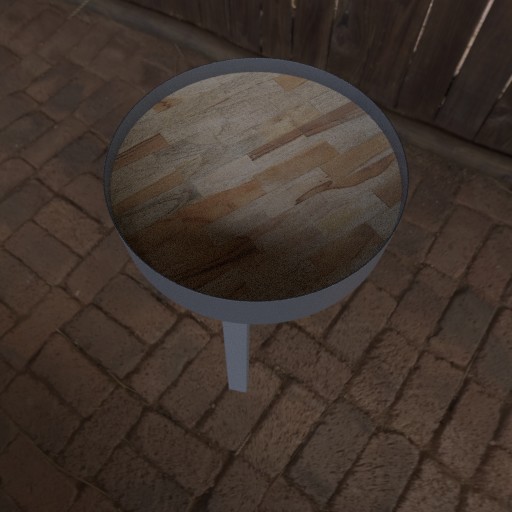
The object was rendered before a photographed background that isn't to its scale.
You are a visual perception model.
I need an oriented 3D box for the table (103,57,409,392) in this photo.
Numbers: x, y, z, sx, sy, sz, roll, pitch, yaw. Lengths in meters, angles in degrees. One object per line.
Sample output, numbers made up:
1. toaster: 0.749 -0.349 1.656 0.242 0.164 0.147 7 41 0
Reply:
1. table: 0.000 0.000 0.844 0.406 0.559 0.406 0 63 0
